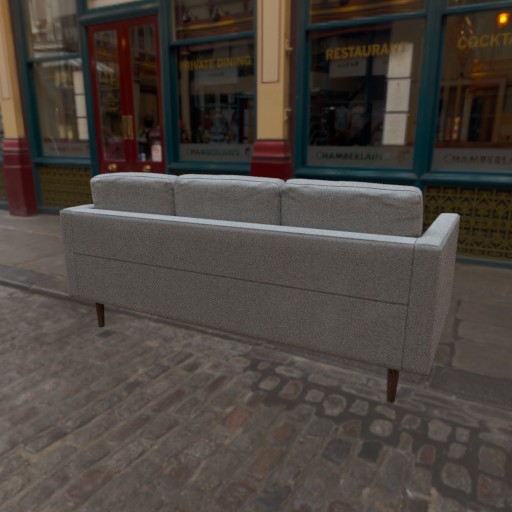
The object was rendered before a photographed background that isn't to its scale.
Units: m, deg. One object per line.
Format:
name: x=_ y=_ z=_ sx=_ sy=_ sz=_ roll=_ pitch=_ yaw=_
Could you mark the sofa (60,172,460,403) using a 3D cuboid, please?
sofa: x=0.000 y=0.000 z=2.474 sx=1.983 sy=0.918 sz=0.944 roll=7 pitch=16 yaw=27
